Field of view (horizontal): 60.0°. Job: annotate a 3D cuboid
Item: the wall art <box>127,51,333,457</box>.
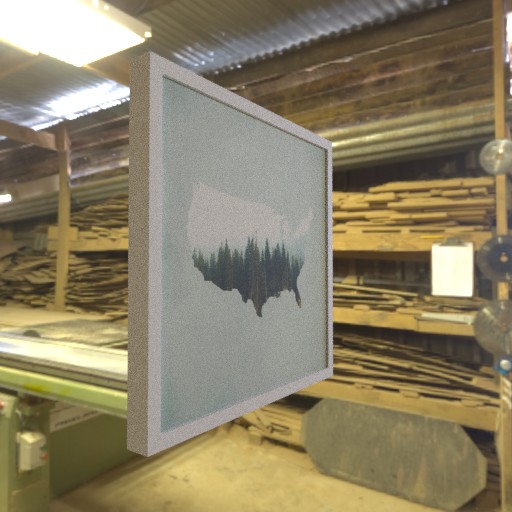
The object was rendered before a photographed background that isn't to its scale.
[{"bbox_3d":[0.000,0.000,0.772,0.040,0.509,0.509,-1,-2,36],"label":"wall art"}]
